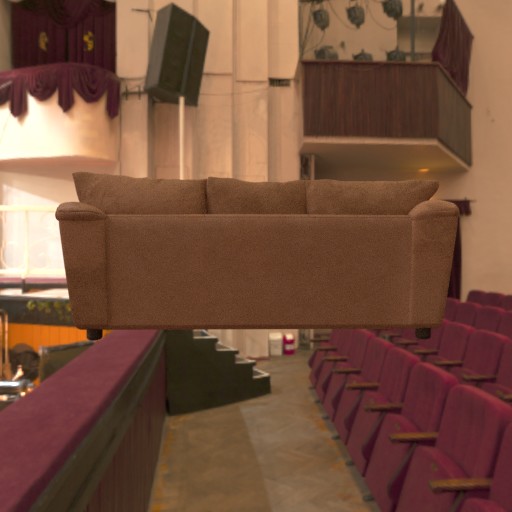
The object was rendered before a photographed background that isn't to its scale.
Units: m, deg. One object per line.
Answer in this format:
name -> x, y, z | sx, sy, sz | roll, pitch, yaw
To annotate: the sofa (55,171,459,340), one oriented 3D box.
sofa -> 0.000, 0.000, 2.874 | 2.377, 0.981, 0.893 | 0, -1, -1
